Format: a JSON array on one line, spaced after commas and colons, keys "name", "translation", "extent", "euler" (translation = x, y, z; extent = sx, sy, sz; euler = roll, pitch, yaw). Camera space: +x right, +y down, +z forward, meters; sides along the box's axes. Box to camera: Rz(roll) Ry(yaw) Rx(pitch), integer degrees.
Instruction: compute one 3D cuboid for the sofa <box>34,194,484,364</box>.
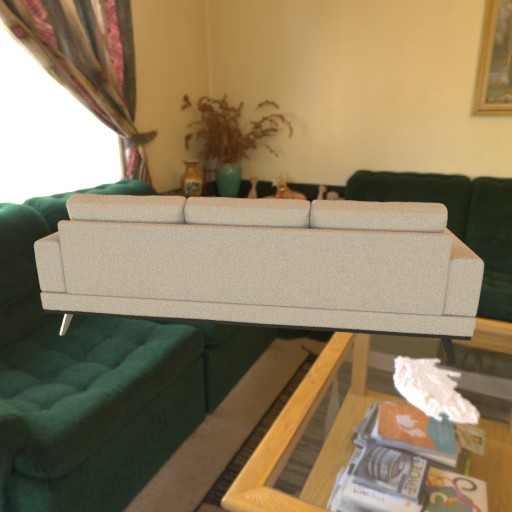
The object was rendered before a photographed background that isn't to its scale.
[{"name": "sofa", "translation": [0.000, 0.000, 2.702], "extent": [2.310, 0.810, 0.920], "euler": [2, 17, 8]}]
